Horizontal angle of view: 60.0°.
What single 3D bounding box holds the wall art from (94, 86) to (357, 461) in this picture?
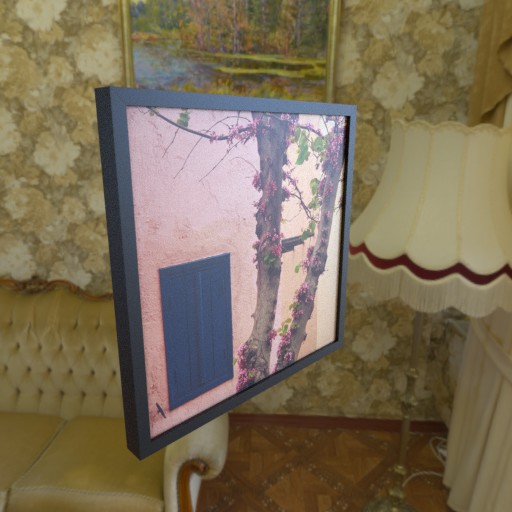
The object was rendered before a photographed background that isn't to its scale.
[{"bbox_3d":[0.000,0.000,0.758,0.508,0.508,0.038,-15,21,-43],"label":"wall art"}]
